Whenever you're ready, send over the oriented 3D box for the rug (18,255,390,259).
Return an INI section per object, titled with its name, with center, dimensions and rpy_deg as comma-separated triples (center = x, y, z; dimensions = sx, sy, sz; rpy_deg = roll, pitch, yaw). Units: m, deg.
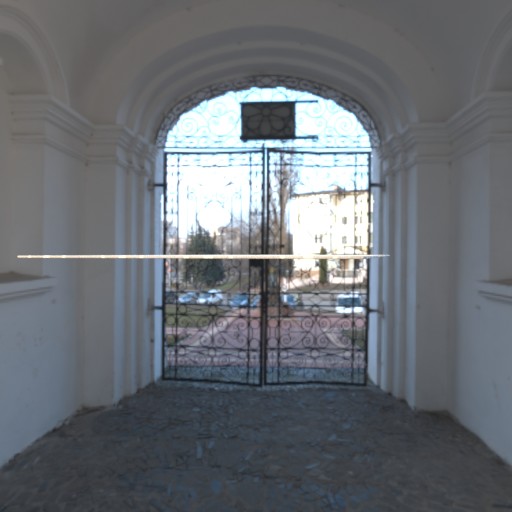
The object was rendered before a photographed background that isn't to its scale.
[rug]
center = 0.000, 0.000, 2.640
dimensions = 1.451, 0.010, 2.080
rpy_deg = 0, 0, 19
